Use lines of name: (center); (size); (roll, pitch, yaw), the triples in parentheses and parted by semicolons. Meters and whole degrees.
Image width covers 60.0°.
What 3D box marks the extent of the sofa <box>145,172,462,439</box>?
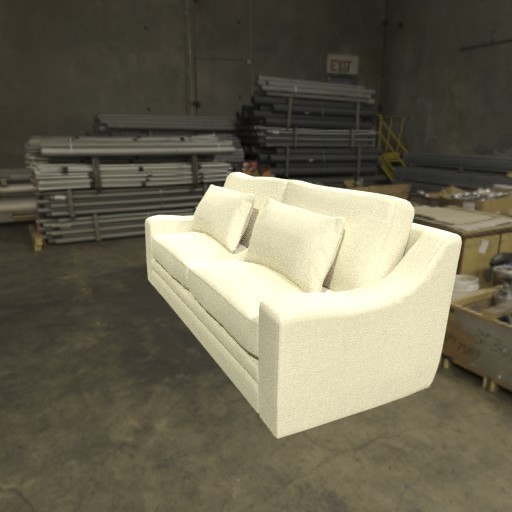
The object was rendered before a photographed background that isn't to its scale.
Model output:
sofa: (0.000, 0.000, 3.034); (1.009, 1.022, 2.470); (-7, 17, -25)
